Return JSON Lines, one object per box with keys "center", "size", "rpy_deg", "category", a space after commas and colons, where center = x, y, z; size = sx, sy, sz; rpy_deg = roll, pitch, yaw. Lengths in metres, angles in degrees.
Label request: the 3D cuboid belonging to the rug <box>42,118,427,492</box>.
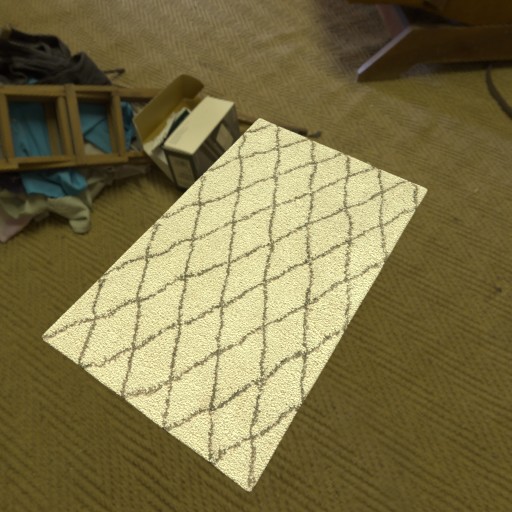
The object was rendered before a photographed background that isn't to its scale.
{"center": [0.000, 0.000, 3.021], "size": [1.524, 0.030, 2.438], "rpy_deg": [28, 60, 18], "category": "rug"}
